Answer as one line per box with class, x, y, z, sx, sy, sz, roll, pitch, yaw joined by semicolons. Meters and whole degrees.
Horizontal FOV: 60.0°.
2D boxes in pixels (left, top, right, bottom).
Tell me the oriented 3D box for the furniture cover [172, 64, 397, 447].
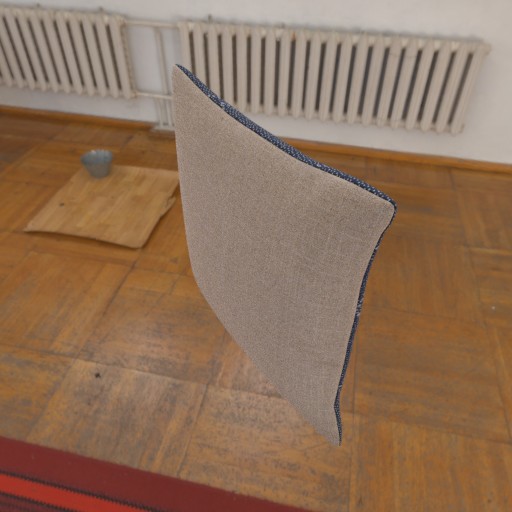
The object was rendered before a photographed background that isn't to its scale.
furniture cover;0.000;0.000;0.754;0.162;0.503;0.511;-23;46;-24
